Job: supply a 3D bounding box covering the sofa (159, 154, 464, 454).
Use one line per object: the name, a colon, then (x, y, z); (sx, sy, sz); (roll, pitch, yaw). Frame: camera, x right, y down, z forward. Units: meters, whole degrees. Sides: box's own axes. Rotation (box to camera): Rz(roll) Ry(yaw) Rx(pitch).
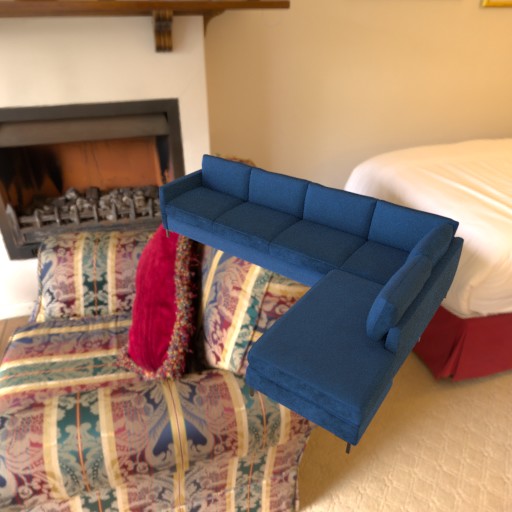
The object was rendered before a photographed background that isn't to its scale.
sofa: (0.000, 0.000, 3.260); (2.486, 0.687, 1.707); (21, 38, 30)
